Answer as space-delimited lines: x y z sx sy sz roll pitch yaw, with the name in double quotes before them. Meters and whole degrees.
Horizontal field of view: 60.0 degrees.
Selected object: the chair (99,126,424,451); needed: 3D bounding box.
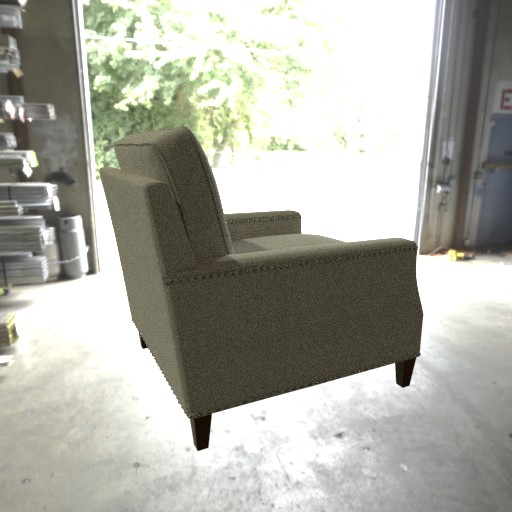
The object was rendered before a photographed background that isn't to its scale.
"chair" 0.000 0.000 1.730 1.014 0.943 0.853 -7 16 -25
